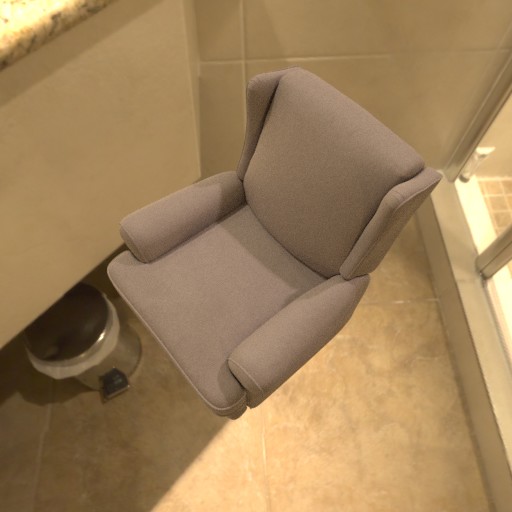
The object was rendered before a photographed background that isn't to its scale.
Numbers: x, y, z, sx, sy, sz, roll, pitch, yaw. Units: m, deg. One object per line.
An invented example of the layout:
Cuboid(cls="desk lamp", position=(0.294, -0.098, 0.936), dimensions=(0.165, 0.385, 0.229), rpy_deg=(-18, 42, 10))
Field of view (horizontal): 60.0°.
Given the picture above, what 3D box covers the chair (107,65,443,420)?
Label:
Cuboid(cls="chair", position=(0.000, 0.000, 1.710), dimensions=(0.969, 1.011, 0.847), rpy_deg=(-37, 69, -18))
